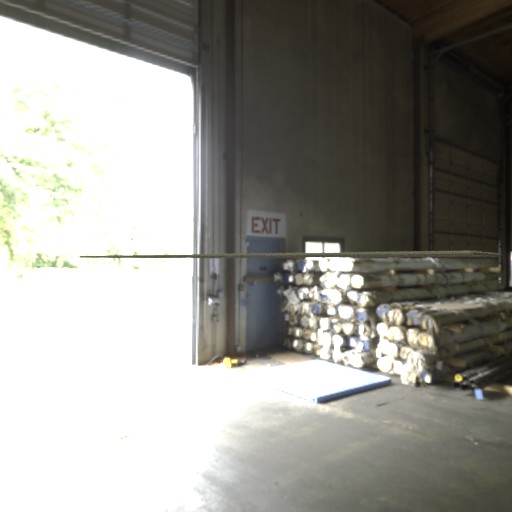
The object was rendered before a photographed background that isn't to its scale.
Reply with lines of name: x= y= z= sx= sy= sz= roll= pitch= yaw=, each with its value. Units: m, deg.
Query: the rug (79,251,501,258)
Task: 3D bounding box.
rug: x=0.000 y=0.000 z=2.413 sx=2.276 sy=0.014 sz=0.678 roll=0 pitch=-1 yaw=36
